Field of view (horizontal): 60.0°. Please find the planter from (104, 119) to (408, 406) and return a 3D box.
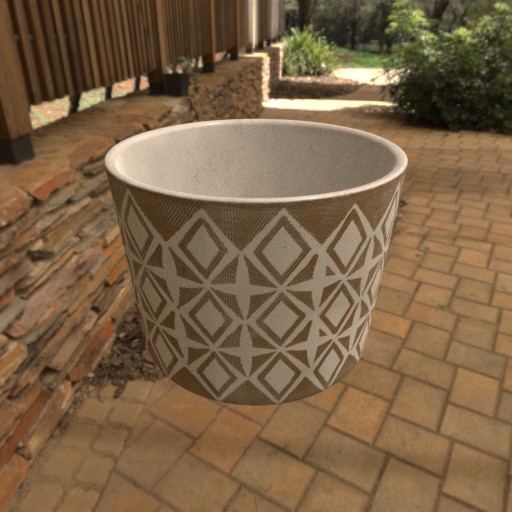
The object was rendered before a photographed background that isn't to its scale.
[{"bbox_3d":[0.000,0.000,0.448,0.260,0.220,0.260,0,28,0],"label":"planter"}]
